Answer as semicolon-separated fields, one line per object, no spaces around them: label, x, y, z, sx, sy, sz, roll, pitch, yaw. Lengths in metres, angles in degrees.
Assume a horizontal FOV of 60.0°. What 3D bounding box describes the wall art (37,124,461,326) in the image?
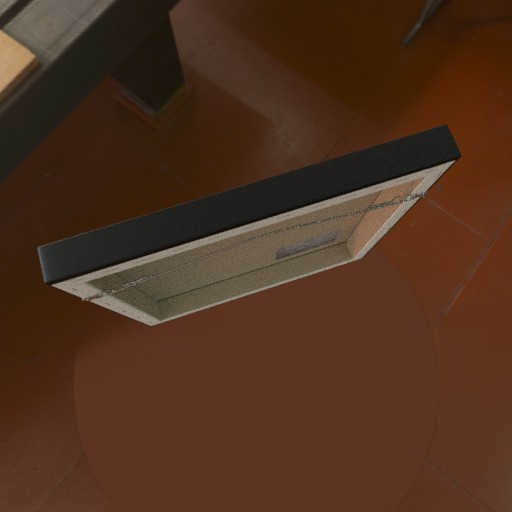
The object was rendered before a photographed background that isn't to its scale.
wall art;0.000;0.000;0.608;0.406;0.407;0.041;-17;76;-4
